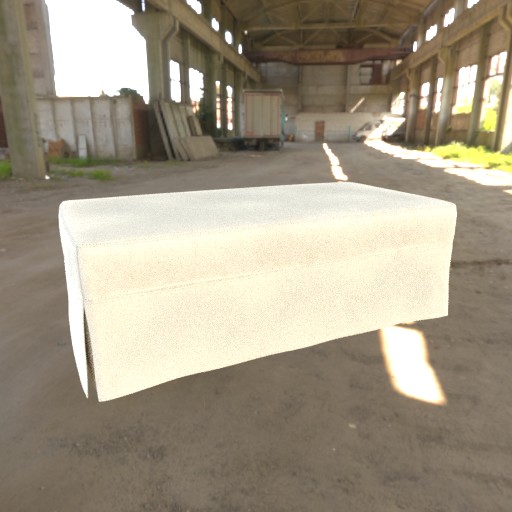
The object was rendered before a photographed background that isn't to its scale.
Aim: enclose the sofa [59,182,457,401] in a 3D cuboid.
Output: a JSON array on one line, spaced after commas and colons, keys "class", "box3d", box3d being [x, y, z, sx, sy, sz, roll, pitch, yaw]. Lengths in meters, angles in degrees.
[{"class": "sofa", "box3d": [0.000, 0.000, 2.095, 1.677, 0.552, 0.939, -8, 18, -25]}]
